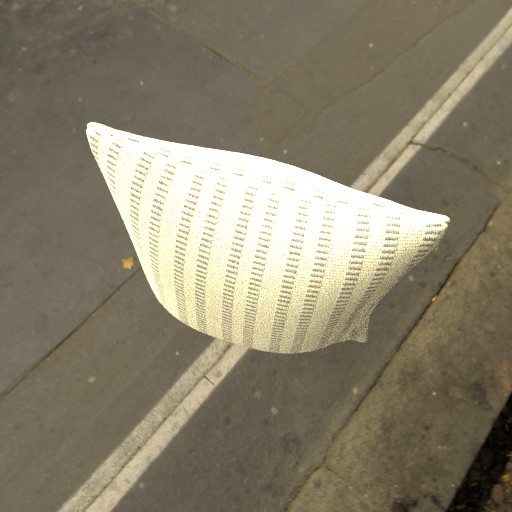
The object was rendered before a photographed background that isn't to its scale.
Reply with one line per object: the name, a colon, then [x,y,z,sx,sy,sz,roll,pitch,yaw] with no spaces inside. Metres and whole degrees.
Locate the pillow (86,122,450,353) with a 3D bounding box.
pillow: [0.000,0.000,0.681,0.438,0.419,0.247,16,64,8]
